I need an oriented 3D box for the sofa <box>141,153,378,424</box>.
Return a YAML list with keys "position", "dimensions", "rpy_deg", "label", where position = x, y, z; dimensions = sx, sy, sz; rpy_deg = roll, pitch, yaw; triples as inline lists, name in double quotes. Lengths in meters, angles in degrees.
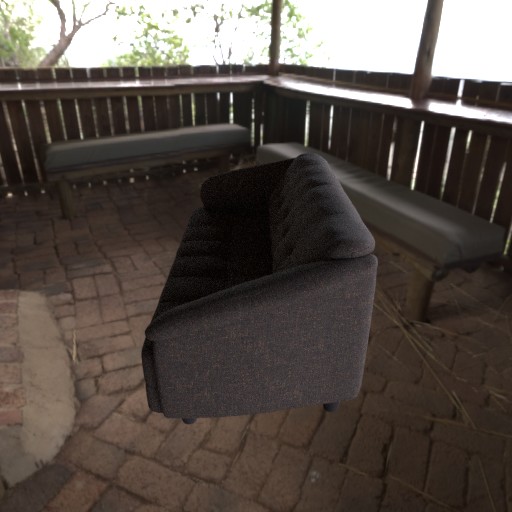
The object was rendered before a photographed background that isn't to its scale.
- position: [0.000, 0.000, 2.348]
  dimensions: [0.887, 0.790, 1.849]
  rpy_deg: [0, 25, 0]
  label: "sofa"
